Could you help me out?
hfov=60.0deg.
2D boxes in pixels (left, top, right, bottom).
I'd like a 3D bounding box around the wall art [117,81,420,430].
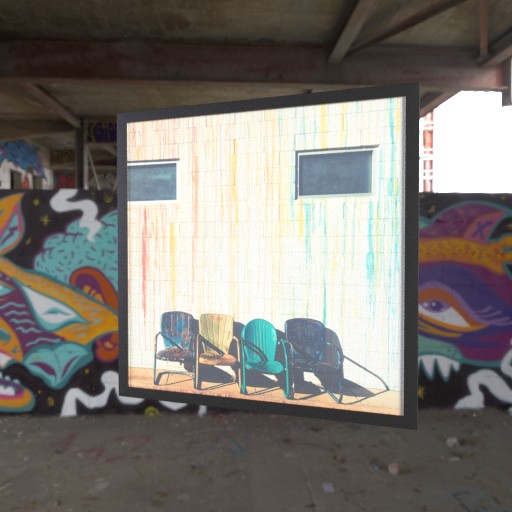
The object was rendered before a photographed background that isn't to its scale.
[{"bbox_3d":[0.000,0.000,0.735,0.506,0.506,0.037,0,1,17],"label":"wall art"}]
